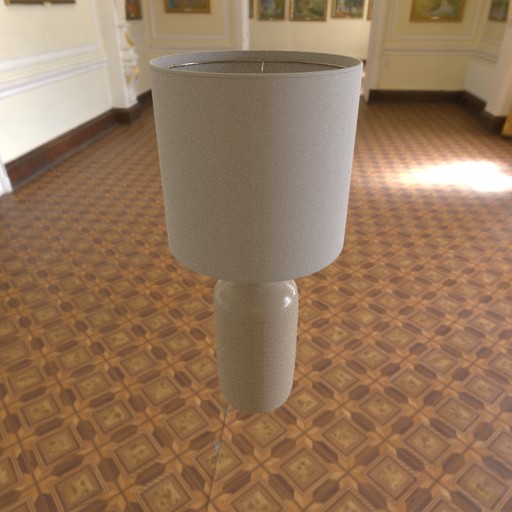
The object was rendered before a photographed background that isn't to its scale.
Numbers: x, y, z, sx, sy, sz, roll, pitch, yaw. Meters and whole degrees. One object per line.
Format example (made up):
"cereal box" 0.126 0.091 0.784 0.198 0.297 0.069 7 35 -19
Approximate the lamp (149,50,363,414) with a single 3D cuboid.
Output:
"lamp" 0.000 0.000 0.583 0.220 0.475 0.220 10 31 16
